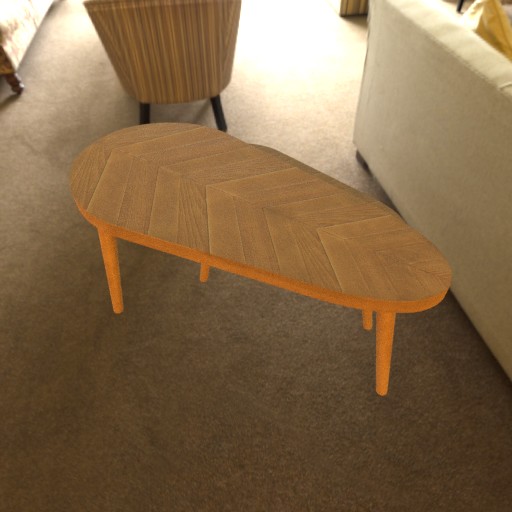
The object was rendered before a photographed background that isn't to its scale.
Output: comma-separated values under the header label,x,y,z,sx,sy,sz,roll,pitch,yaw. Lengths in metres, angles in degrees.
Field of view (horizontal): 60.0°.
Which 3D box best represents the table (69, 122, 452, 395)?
label,x,y,z,sx,sy,sz,roll,pitch,yaw
table,0.000,0.000,1.537,1.190,0.595,0.701,24,51,21
